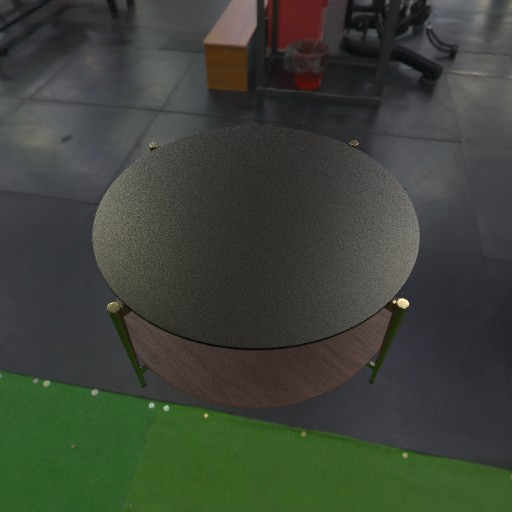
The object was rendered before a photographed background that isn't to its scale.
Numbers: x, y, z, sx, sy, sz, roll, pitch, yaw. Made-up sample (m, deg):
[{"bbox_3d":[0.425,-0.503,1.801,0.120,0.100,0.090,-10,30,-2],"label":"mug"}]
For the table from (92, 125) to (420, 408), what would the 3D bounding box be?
[{"bbox_3d":[0.000,0.000,1.454,0.938,0.400,0.938,10,48,9],"label":"table"}]
